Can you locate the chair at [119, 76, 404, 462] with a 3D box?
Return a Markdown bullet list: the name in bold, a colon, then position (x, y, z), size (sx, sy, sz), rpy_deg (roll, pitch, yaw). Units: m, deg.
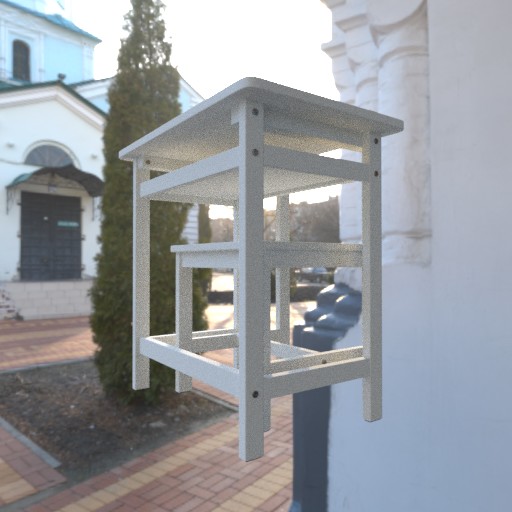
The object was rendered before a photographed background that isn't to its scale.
- **chair**: position (0.000, 0.000, 1.039), size (0.461, 0.673, 0.599), rpy_deg (0, -1, -36)
